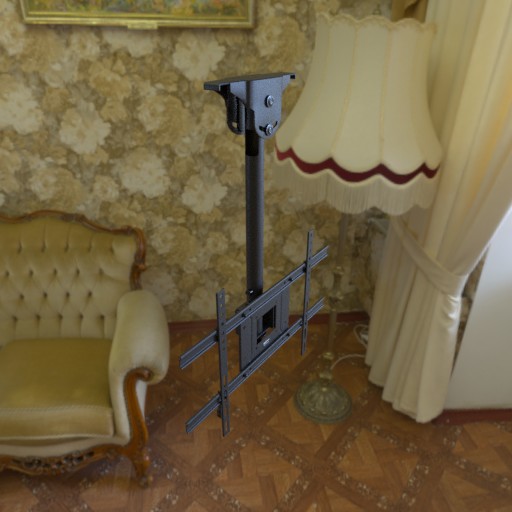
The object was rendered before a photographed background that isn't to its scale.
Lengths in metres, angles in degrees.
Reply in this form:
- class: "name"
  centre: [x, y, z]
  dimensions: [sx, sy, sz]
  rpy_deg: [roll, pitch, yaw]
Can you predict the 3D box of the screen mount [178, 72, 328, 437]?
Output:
- class: "screen mount"
  centre: [0.000, 0.000, 1.032]
  dimensions: [0.090, 0.775, 0.595]
  rpy_deg: [18, 32, 31]
